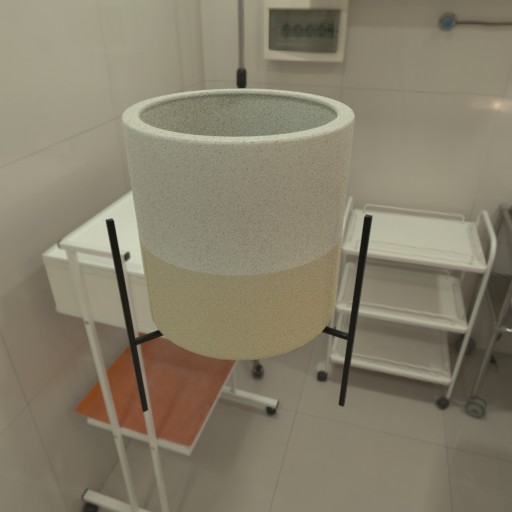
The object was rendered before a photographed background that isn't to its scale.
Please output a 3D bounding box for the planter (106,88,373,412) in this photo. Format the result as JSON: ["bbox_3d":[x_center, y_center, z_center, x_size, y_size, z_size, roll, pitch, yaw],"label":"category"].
[{"bbox_3d":[0.000,0.000,0.556,0.267,0.362,0.263,8,32,14],"label":"planter"}]
